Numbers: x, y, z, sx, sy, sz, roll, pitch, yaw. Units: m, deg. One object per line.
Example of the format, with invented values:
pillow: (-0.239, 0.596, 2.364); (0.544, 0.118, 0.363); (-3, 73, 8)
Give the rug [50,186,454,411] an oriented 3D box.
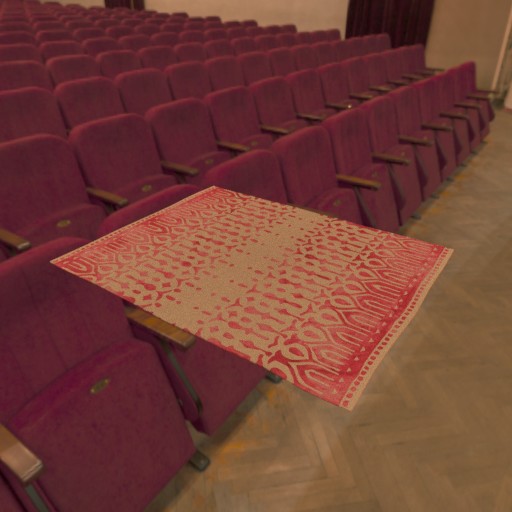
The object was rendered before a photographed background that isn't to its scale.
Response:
rug: (0.000, 0.000, 4.263); (3.095, 0.016, 2.441); (19, 35, 30)
